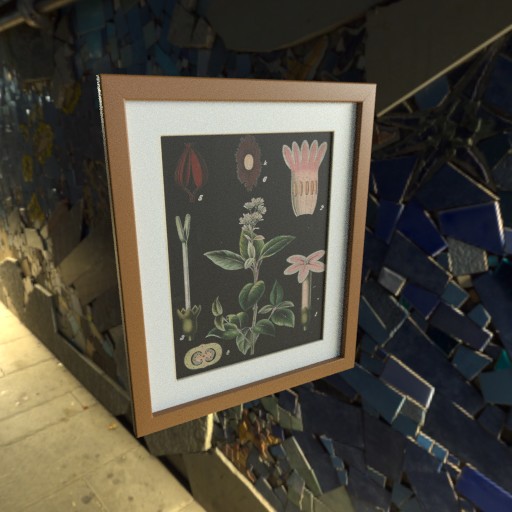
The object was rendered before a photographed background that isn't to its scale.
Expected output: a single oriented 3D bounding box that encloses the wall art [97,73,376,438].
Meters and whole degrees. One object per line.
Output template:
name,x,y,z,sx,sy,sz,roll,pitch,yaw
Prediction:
wall art,0.000,0.000,0.742,0.449,0.550,0.021,-9,20,-26
